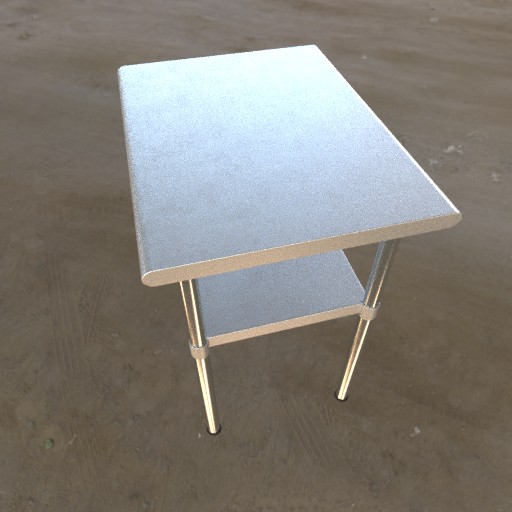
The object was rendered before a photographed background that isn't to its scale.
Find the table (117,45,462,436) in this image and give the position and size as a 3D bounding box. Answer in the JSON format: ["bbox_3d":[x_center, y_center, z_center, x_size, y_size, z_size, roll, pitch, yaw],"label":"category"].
[{"bbox_3d":[0.000,0.000,1.324,0.584,0.876,0.762,-11,48,-10],"label":"table"}]
